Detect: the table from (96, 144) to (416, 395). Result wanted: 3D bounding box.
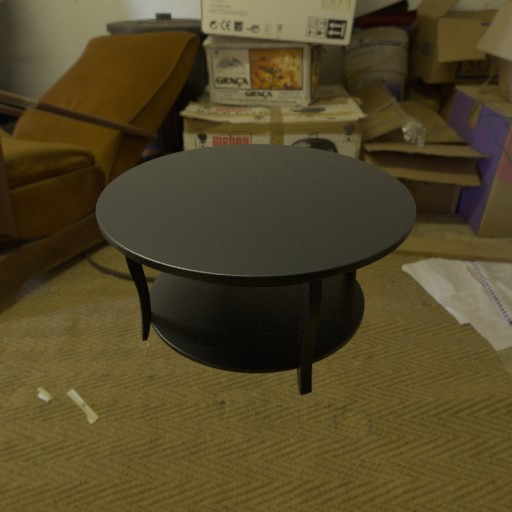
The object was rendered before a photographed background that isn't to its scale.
[{"bbox_3d":[0.000,0.000,1.440,0.914,0.457,0.914,0,31,0],"label":"table"}]
